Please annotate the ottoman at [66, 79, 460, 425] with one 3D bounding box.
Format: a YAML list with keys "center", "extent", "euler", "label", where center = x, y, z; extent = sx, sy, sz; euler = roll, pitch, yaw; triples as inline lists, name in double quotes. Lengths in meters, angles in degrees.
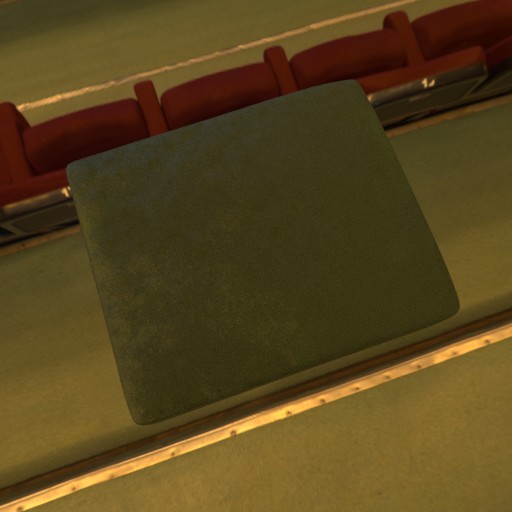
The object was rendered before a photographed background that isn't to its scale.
- center: [0.000, 0.000, 1.310]
  extent: [0.839, 0.538, 0.701]
  euler: [-19, 76, -5]
  label: "ottoman"
